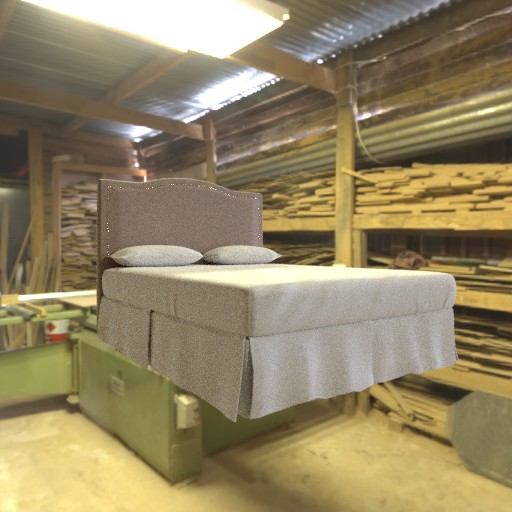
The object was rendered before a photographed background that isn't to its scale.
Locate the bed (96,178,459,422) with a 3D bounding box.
[{"bbox_3d":[0.000,0.000,3.350,1.821,1.436,2.282,-1,1,-36],"label":"bed"}]
